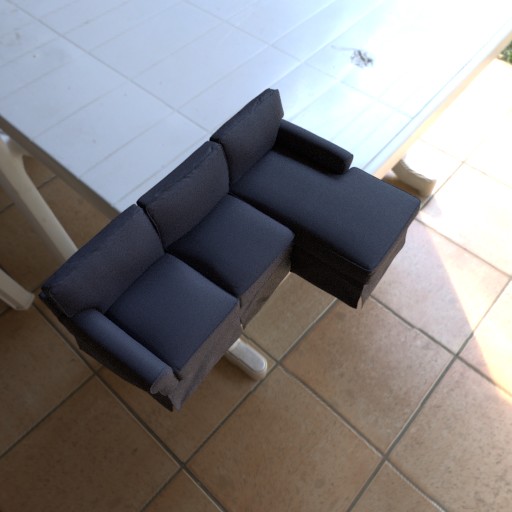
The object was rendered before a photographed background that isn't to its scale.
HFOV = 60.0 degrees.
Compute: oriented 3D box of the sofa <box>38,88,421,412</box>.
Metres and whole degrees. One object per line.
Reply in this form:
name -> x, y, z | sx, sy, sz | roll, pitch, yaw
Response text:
sofa -> 0.000, 0.000, 3.349 | 1.637, 1.039, 2.518 | 32, 62, 19
